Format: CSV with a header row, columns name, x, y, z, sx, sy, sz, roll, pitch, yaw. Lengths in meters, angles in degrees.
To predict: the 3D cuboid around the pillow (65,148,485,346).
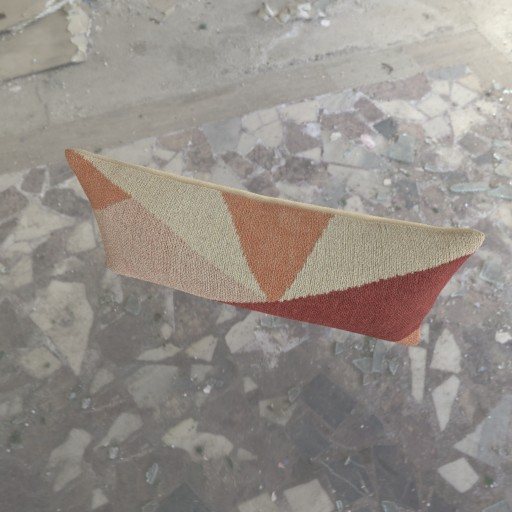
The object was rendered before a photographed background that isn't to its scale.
name,x,y,z,sx,sy,sz,roll,pitch,yaw
pillow,0.000,0.000,0.726,0.609,0.292,0.155,13,59,8
